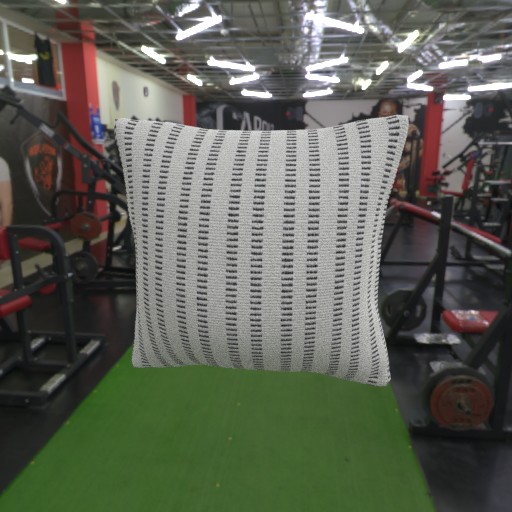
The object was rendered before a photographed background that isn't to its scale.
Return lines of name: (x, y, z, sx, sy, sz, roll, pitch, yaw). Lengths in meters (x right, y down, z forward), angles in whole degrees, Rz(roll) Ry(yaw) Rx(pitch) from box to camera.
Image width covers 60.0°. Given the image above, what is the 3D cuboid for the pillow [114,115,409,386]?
pillow: (0.000, 0.000, 0.695, 0.438, 0.419, 0.247, 2, 14, 8)
